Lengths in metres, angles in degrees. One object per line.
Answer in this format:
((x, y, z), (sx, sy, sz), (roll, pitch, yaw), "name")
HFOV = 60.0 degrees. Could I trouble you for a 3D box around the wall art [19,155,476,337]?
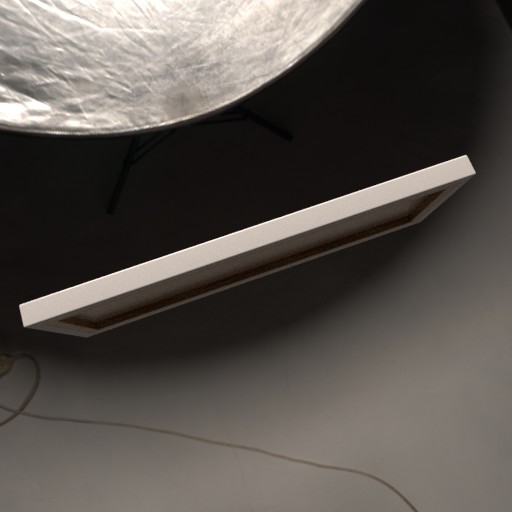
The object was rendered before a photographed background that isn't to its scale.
((0.000, 0.000, 0.835), (0.763, 0.255, 0.038), (-19, 77, -5), "wall art")
